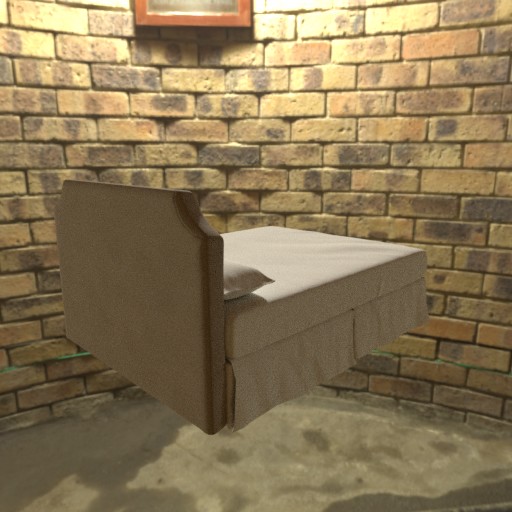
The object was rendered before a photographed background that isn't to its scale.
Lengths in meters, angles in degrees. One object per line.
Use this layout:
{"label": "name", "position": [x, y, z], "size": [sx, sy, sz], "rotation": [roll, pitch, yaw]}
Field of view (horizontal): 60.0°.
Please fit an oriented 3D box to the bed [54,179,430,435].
{"label": "bed", "position": [0.000, 0.000, 3.638], "size": [1.977, 1.293, 2.498], "rotation": [13, 18, 43]}
